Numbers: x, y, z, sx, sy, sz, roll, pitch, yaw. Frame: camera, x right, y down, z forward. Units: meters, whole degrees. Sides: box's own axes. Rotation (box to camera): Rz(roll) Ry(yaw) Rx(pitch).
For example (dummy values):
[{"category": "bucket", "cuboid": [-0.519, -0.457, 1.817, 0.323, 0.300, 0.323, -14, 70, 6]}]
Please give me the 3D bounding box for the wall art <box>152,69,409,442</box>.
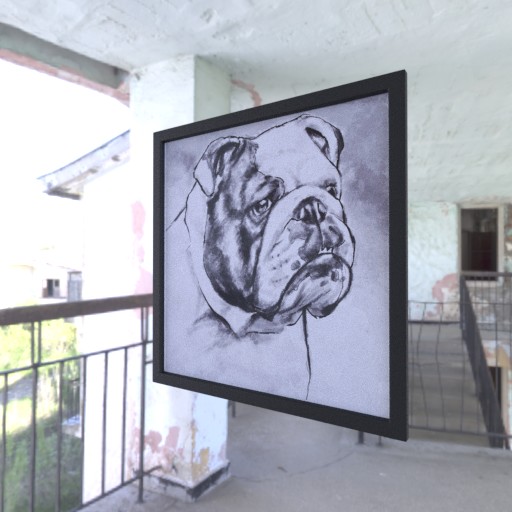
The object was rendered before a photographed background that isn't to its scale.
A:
[{"category": "wall art", "cuboid": [0.000, 0.000, 0.982, 0.663, 0.659, 0.016, 0, -1, 36]}]
